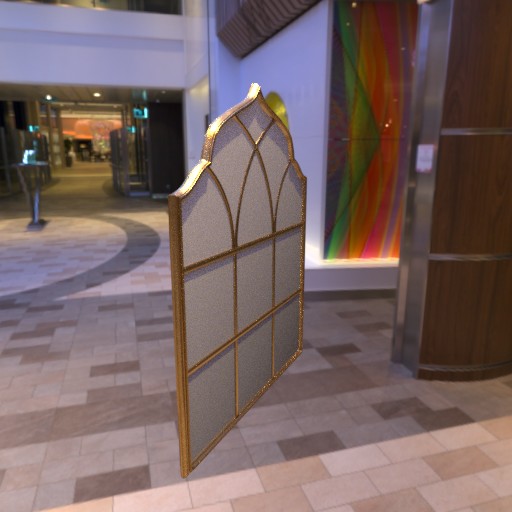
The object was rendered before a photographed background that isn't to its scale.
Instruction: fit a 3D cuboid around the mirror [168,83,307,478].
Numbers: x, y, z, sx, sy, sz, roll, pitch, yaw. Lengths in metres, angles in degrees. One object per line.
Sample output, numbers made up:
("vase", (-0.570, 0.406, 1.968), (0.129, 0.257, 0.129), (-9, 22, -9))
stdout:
("mirror", (0.000, 0.000, 0.867), (0.018, 0.635, 0.513), (7, 15, 26))
